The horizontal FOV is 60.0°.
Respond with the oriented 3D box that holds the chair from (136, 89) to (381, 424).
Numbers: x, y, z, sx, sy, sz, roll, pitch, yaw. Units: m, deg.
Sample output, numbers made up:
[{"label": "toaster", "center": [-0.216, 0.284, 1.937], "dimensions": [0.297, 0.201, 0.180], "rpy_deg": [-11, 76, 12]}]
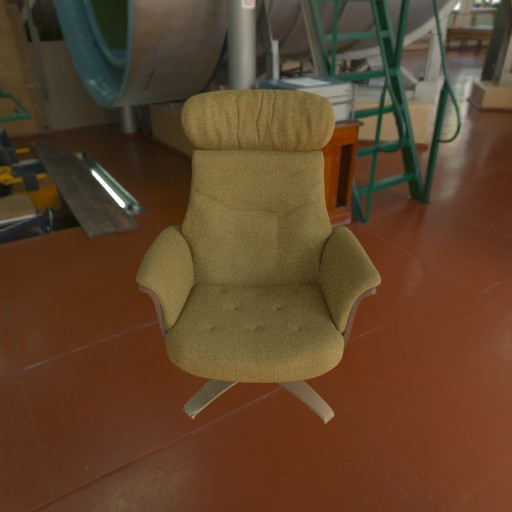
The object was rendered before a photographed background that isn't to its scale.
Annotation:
[{"label": "chair", "center": [0.000, 0.000, 1.561], "dimensions": [0.785, 0.995, 0.837], "rpy_deg": [1, 30, 1]}]
